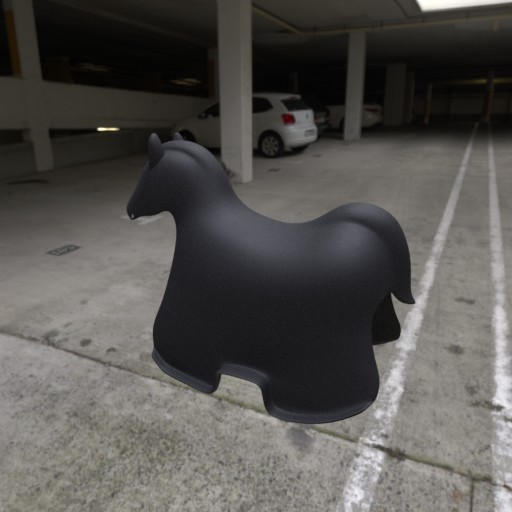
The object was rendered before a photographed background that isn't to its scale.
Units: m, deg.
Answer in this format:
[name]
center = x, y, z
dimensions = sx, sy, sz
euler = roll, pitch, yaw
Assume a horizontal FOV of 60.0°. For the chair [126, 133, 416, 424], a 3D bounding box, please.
[chair]
center = 0.000, 0.000, 1.151
dimensions = 0.800, 0.612, 0.429
euler = 8, 18, 25
